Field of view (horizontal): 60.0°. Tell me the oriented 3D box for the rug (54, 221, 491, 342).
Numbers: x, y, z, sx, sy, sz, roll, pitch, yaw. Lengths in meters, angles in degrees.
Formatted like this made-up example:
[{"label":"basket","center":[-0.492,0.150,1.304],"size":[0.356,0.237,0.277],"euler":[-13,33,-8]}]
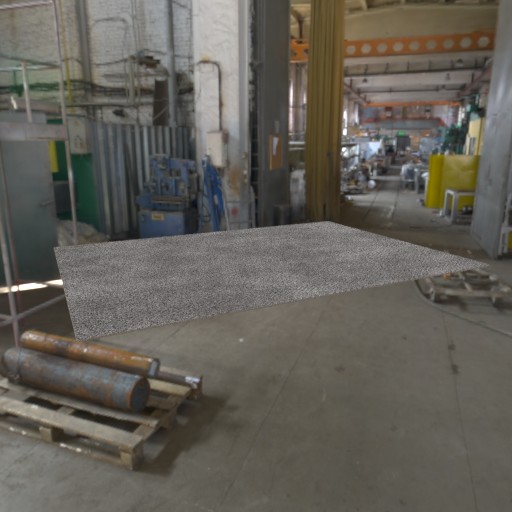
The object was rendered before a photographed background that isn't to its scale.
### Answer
[{"label":"rug","center":[0.000,0.000,2.766],"size":[2.235,0.008,1.600],"euler":[-7,16,-26]}]
